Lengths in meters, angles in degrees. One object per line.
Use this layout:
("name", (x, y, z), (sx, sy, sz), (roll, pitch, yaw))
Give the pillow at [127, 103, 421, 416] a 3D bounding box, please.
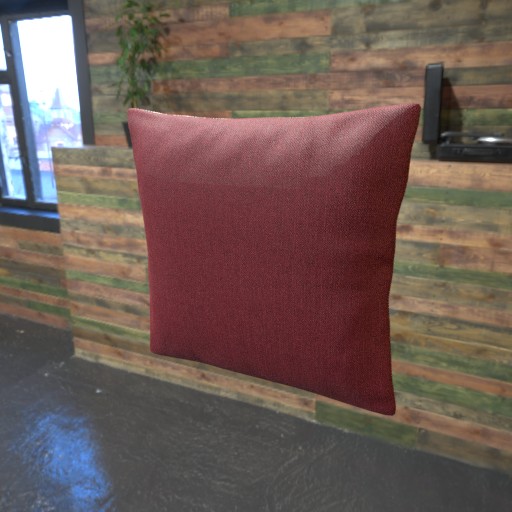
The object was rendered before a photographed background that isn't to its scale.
("pillow", (0.000, 0.000, 0.775), (0.513, 0.497, 0.166), (8, 18, 25))
